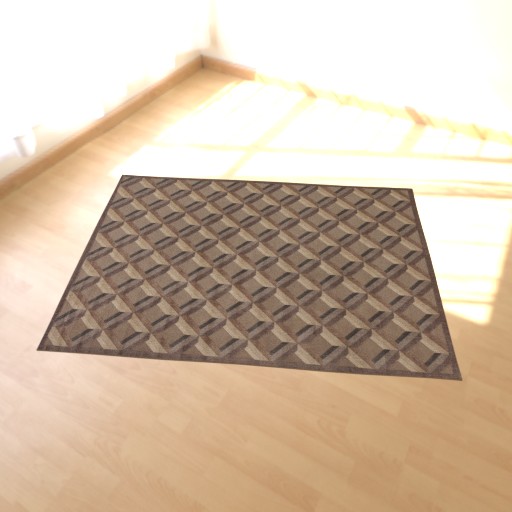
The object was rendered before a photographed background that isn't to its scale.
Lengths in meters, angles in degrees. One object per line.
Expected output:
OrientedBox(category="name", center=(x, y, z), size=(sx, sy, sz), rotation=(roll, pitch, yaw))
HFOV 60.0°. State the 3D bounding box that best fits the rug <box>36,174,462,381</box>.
OrientedBox(category="rug", center=(0.000, 0.000, 2.880), size=(2.260, 0.013, 1.600), rotation=(3, 46, 3))
